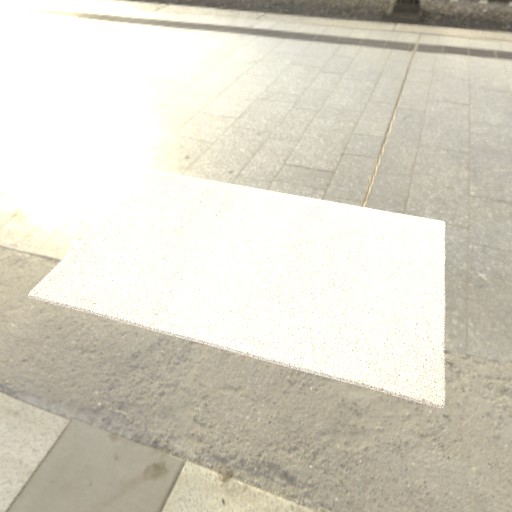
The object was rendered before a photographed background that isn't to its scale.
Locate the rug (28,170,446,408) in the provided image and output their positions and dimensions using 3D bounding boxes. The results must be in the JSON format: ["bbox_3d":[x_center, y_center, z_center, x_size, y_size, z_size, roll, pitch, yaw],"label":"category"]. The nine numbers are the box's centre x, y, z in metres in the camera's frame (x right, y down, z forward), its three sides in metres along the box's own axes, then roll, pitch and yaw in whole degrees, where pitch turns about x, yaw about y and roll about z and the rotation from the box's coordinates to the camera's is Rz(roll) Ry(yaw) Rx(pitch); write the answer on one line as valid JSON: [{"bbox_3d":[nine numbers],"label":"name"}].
[{"bbox_3d":[0.000,0.000,3.372,2.743,0.030,1.778,12,43,13],"label":"rug"}]
